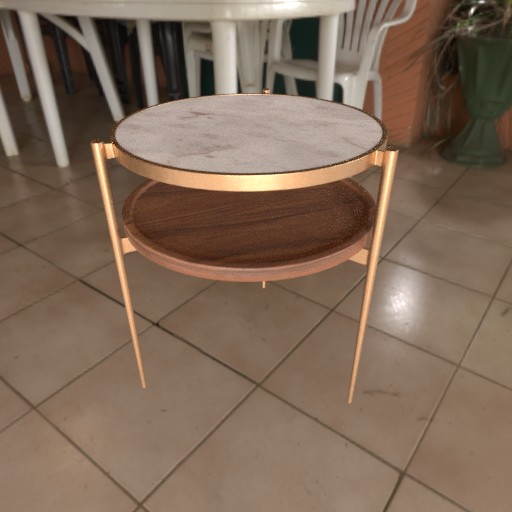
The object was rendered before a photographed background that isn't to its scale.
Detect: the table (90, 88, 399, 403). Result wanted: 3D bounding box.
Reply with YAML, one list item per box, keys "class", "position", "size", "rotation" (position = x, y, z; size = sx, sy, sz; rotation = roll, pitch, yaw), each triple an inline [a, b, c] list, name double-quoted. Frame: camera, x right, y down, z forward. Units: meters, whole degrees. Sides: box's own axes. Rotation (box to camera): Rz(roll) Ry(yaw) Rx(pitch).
- class: "table"
  position: [0.000, 0.000, 0.820]
  size: [0.456, 0.493, 0.430]
  rotation: [21, 38, 30]
